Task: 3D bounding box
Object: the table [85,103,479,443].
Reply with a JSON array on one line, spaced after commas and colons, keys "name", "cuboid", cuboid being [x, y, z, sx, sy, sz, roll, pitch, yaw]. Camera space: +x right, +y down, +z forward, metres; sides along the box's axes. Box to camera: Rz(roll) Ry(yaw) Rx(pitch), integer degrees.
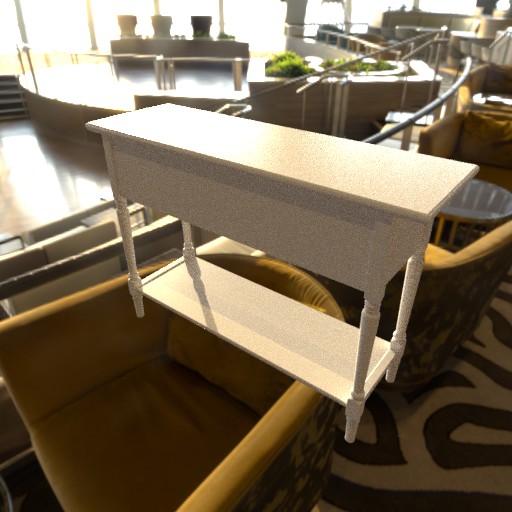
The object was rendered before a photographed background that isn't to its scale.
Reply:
[{"name": "table", "cuboid": [0.000, 0.000, 1.553, 1.191, 0.814, 0.386, 22, 37, 32]}]
